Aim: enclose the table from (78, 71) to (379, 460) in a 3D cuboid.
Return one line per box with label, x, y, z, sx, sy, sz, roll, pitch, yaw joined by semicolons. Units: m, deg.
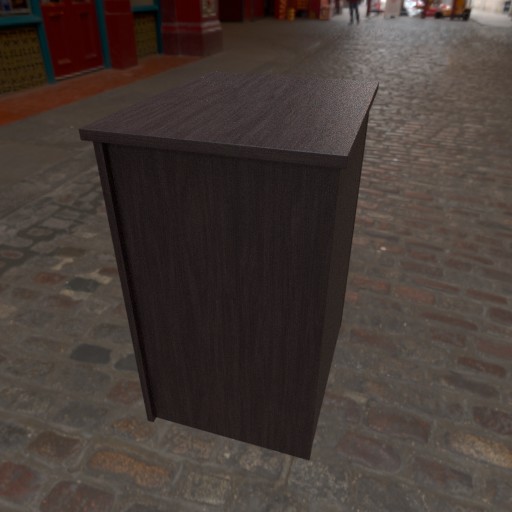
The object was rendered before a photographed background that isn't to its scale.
table;0.000;0.000;0.935;0.381;0.635;0.480;10;33;15
